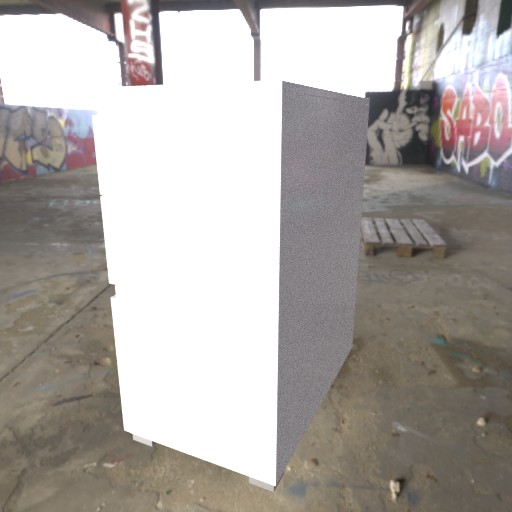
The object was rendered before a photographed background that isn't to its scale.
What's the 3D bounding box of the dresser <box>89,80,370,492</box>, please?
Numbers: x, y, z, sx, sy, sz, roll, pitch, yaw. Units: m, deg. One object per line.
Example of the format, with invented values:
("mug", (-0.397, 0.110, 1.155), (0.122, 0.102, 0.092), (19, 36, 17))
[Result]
("dresser", (0.000, 0.000, 1.165), (0.400, 0.800, 0.650), (8, 19, 24))
